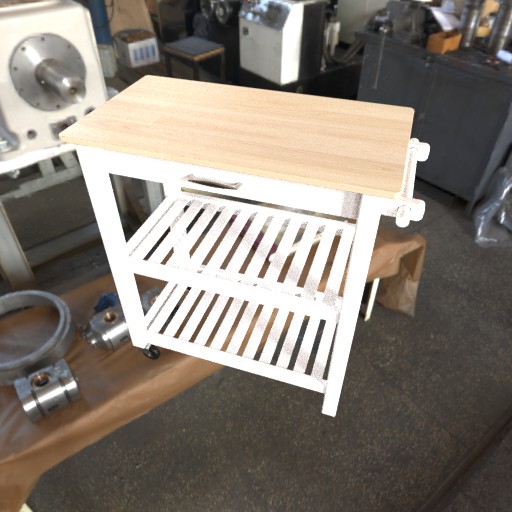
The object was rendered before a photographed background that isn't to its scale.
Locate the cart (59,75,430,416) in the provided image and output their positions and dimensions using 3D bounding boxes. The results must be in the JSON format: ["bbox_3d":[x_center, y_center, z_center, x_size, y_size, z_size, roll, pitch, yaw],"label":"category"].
[{"bbox_3d":[0.000,0.000,1.466,0.899,0.927,0.457,12,43,14],"label":"cart"}]
